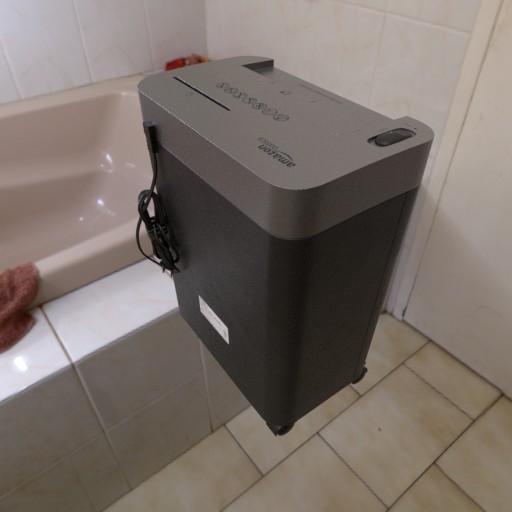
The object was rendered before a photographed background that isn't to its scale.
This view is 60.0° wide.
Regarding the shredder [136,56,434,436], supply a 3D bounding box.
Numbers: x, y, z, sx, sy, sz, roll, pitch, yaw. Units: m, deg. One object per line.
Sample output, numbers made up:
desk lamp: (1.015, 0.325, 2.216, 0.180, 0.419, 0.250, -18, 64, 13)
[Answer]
shredder: (0.000, 0.000, 0.600, 0.237, 0.419, 0.311, -25, 47, -26)
